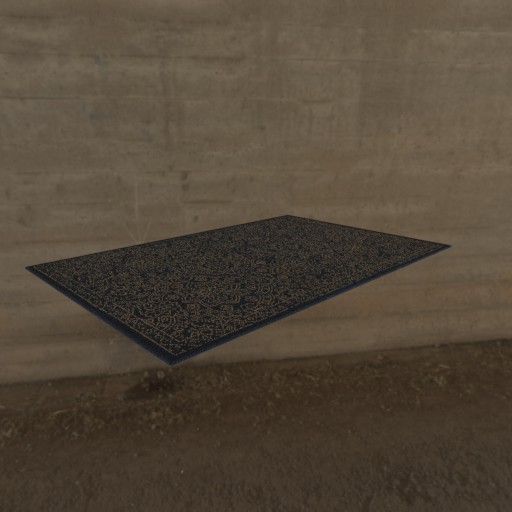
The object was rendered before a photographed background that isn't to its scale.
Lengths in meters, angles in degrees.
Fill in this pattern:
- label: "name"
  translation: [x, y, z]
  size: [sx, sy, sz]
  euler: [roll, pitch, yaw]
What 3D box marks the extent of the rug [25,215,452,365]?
- label: "rug"
  translation: [0.000, 0.000, 2.255]
  size: [1.829, 0.010, 1.219]
  euler: [-15, 22, -42]
